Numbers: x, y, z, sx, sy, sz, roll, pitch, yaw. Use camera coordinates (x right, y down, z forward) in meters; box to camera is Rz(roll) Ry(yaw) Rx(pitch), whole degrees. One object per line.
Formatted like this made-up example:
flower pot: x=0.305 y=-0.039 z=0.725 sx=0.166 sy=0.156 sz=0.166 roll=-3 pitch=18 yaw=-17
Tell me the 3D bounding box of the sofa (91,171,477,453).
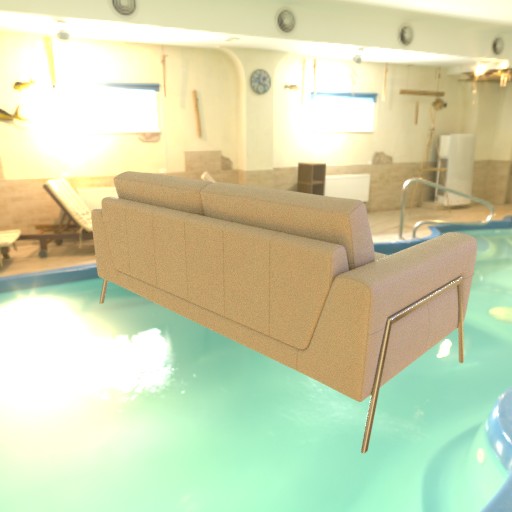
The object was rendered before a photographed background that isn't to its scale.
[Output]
sofa: x=0.000 y=0.000 z=2.464 sx=2.017 sy=0.875 sz=0.953 roll=15 pitch=22 yaw=43
